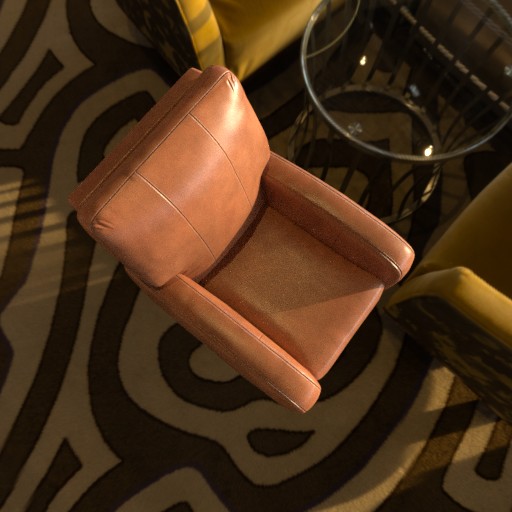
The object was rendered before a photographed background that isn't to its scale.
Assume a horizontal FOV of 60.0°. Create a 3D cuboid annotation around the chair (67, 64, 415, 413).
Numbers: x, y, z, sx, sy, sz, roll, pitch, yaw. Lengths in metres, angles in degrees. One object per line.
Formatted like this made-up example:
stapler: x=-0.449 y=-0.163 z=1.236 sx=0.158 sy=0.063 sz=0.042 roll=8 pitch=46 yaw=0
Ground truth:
chair: x=0.000 y=0.000 z=1.696 sx=0.990 sy=0.990 sz=0.762 roll=37 pitch=78 yaw=9
